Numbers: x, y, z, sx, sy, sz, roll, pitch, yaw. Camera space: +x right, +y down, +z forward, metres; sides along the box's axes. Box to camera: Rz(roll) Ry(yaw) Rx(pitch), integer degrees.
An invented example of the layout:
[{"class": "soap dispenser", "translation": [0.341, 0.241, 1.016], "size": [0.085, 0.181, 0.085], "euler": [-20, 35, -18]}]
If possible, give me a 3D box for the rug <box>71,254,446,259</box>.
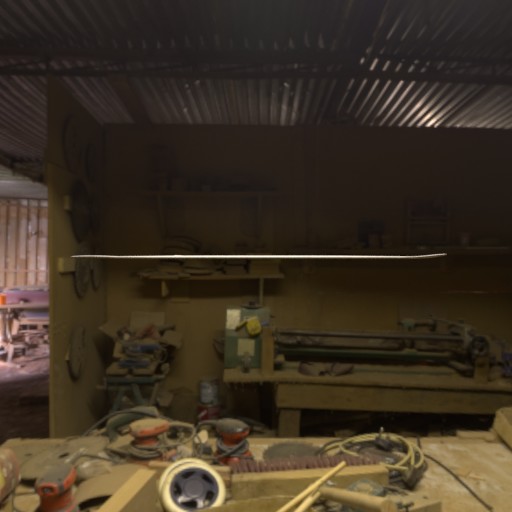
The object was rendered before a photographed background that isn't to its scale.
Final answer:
[{"class": "rug", "translation": [0.000, 0.000, 2.988], "size": [1.518, 0.023, 2.434], "euler": [0, 0, -1]}]
